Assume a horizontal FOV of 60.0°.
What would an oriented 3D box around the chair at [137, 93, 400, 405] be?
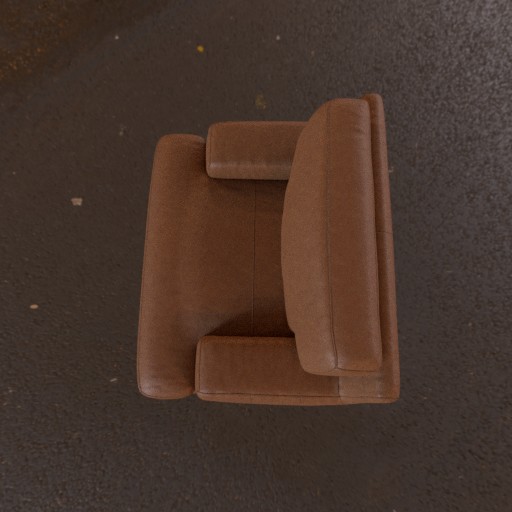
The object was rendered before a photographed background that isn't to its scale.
[{"bbox_3d":[0.000,0.000,1.993,1.050,0.978,1.276,1,76,0],"label":"chair"}]
